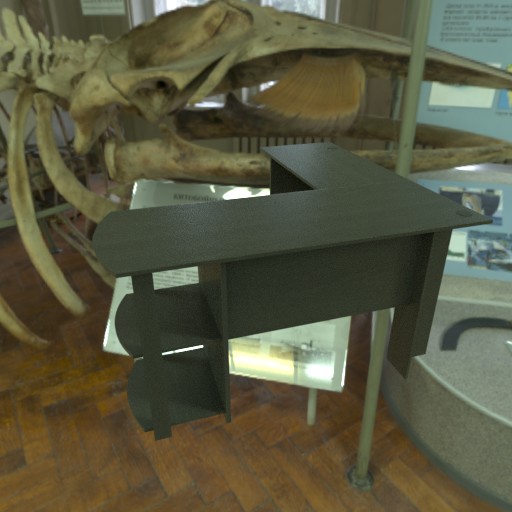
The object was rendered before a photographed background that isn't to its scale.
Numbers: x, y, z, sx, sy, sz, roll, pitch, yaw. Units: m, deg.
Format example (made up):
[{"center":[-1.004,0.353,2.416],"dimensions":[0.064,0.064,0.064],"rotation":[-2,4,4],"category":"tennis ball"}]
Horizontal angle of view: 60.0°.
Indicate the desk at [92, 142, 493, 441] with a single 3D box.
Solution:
[{"center":[0.000,0.000,2.111],"dimensions":[1.361,0.716,1.303],"rotation":[-8,28,-16],"category":"desk"}]
